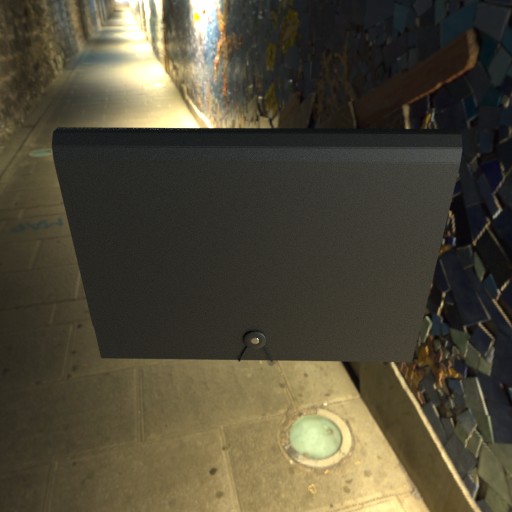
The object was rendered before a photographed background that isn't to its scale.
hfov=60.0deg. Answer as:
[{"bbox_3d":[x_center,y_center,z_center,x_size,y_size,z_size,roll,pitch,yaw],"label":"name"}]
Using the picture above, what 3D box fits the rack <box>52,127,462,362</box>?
[{"bbox_3d":[0.000,0.000,0.425,0.330,0.241,0.041,1,30,1],"label":"rack"}]
